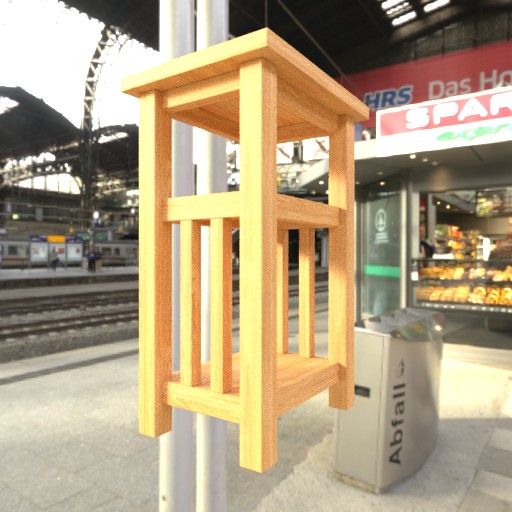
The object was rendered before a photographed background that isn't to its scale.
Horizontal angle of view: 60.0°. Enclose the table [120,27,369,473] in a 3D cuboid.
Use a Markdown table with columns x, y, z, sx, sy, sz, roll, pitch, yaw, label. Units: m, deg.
| x | y | z | sx | sy | sz | roll | pitch | yaw | label |
| --- | --- | --- | --- | --- | --- | --- | --- | --- | --- |
| 0.000 | 0.000 | 0.752 | 0.270 | 0.550 | 0.350 | 0 | 0 | 34 | table |
